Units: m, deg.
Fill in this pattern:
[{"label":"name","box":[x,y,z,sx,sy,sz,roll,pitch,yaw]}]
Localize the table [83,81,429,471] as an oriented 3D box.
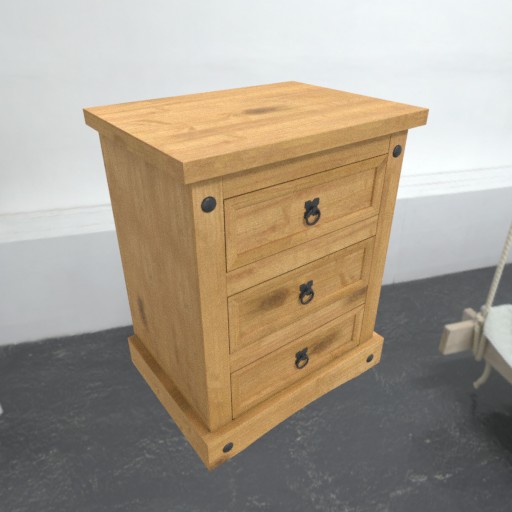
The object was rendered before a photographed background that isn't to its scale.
[{"label":"table","box":[0.000,0.000,1.260,0.660,0.813,0.500,-21,36,-31]}]
